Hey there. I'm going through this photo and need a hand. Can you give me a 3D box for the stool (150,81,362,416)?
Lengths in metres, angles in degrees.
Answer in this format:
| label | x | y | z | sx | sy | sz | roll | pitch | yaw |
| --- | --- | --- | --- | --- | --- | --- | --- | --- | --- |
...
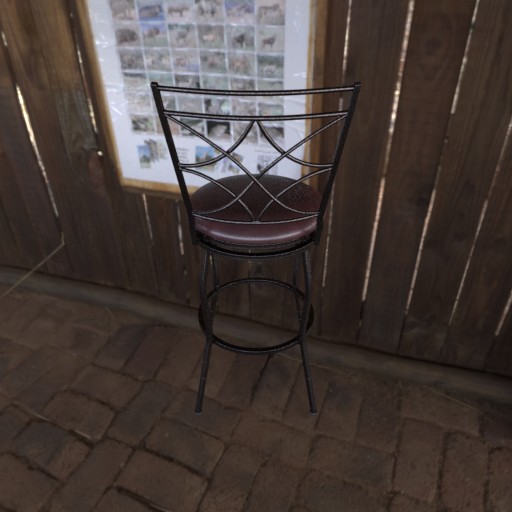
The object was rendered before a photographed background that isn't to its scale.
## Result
| label | x | y | z | sx | sy | sz | roll | pitch | yaw |
| --- | --- | --- | --- | --- | --- | --- | --- | --- | --- |
| stool | 0.000 | 0.000 | 1.391 | 0.434 | 1.117 | 0.534 | 0 | 32 | 0 |
